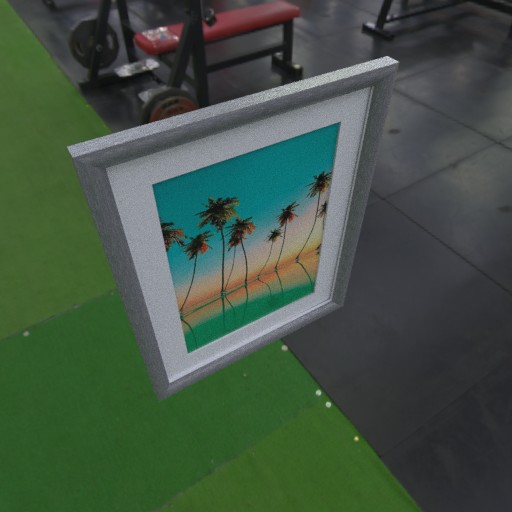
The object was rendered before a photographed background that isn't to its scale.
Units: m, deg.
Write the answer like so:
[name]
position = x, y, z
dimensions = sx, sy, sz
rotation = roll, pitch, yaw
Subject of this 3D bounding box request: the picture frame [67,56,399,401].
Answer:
[picture frame]
position = 0.000, 0.000, 0.747
dimensions = 0.454, 0.559, 0.029
rotation = -23, 51, -21
